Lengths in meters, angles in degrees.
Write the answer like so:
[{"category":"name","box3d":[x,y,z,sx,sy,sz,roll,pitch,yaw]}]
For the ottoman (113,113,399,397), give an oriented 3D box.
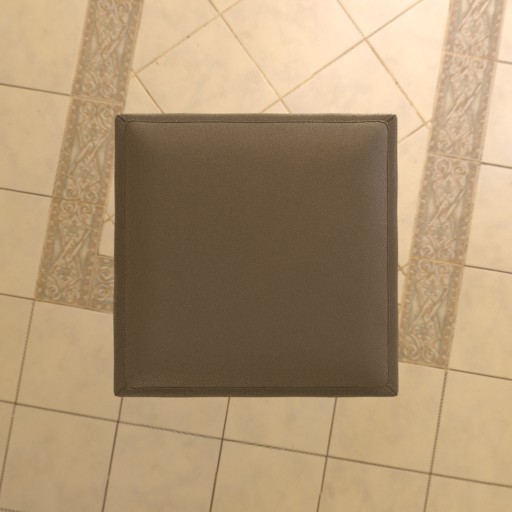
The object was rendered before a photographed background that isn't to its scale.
[{"category":"ottoman","box3d":[0.000,0.000,0.828,0.450,0.460,0.451,0,89,0]}]
